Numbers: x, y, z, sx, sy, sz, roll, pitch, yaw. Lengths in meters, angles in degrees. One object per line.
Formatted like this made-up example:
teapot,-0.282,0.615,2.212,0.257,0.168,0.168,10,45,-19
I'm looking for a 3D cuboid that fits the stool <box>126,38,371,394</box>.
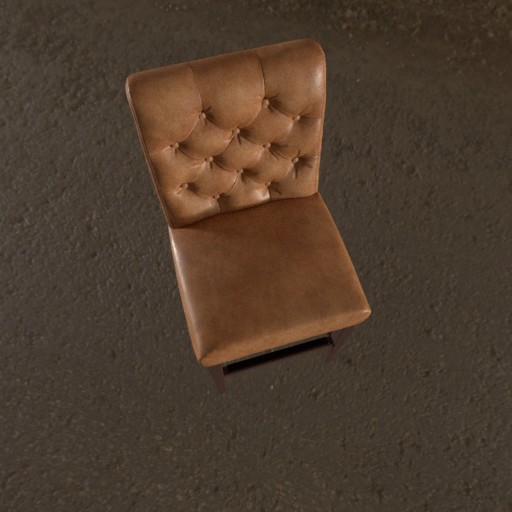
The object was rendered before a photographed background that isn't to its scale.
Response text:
stool,0.000,0.000,1.368,0.493,1.047,0.601,-15,65,-7
